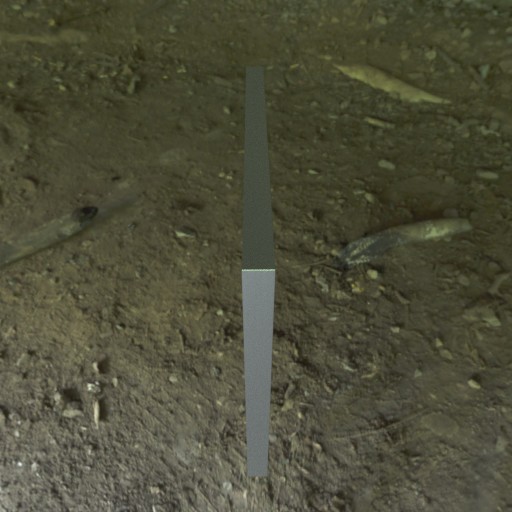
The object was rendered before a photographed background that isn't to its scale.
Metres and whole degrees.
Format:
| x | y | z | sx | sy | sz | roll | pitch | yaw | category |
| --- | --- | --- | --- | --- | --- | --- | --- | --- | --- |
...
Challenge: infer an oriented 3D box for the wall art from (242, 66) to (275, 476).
| x | y | z | sx | sy | sz | roll | pitch | yaw | category |
| --- | --- | --- | --- | --- | --- | --- | --- | --- | --- |
| 0.000 | 0.000 | 0.773 | 0.032 | 0.456 | 0.557 | 0 | 41 | 0 | wall art |
